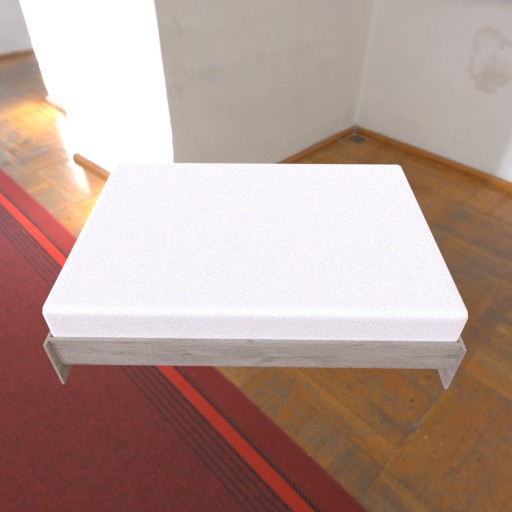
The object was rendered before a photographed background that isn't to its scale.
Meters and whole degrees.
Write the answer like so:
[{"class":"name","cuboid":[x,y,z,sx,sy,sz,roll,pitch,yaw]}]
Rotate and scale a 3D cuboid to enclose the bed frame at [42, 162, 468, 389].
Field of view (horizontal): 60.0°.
[{"class":"bed frame","cuboid":[0.000,0.000,2.623,1.945,0.497,1.445,1,41,1]}]
